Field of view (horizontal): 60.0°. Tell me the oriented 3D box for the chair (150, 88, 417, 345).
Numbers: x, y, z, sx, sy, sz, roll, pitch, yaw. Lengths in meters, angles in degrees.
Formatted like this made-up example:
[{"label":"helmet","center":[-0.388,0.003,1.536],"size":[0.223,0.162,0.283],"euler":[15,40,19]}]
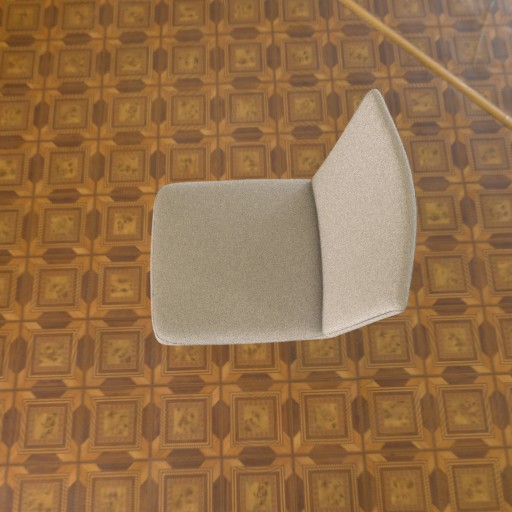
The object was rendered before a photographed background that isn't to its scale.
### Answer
[{"label":"chair","center":[0.000,0.000,1.188],"size":[0.570,0.859,0.456],"euler":[-2,76,-1]}]
